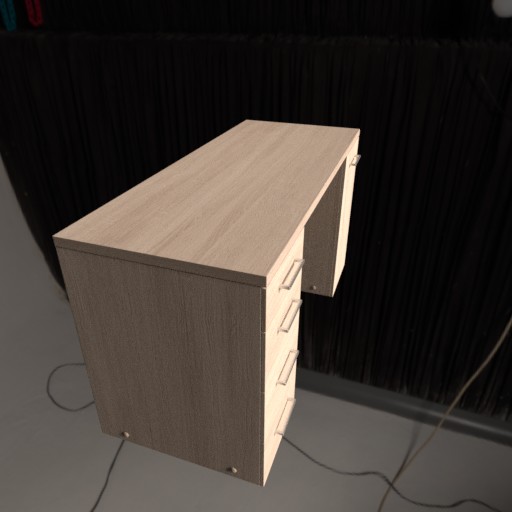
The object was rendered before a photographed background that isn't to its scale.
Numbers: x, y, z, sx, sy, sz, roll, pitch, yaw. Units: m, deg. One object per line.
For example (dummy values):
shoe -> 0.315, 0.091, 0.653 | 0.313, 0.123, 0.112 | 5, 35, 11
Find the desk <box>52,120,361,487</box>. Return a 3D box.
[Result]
desk -> 0.000, 0.000, 1.782 | 0.600, 0.740, 1.390 | 10, 31, 17
